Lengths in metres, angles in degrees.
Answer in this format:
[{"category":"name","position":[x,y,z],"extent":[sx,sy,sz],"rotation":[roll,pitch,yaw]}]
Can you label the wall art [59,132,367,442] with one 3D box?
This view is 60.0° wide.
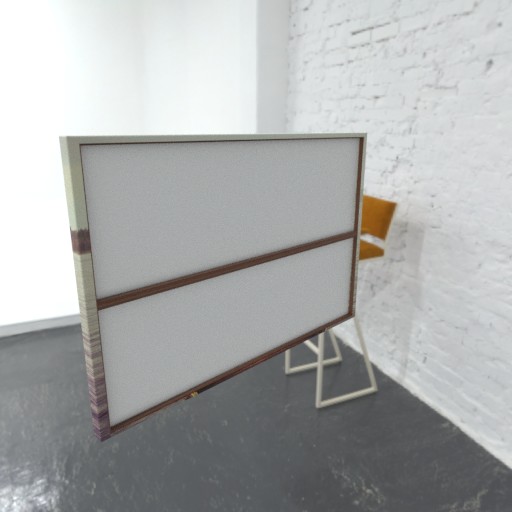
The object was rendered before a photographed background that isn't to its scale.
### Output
[{"category":"wall art","position":[0.000,0.000,1.434],"extent":[1.149,0.765,0.040],"rotation":[-15,22,-42]}]
